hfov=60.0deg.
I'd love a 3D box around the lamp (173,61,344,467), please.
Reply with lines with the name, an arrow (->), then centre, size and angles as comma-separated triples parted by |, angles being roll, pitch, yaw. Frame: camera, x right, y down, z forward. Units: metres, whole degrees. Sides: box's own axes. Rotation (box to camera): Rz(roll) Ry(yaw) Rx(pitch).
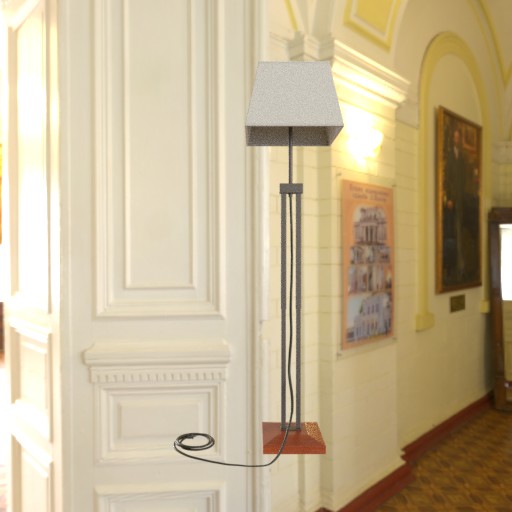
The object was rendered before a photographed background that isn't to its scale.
lamp -> 0.000, 0.000, 1.993 | 0.745, 1.712, 0.472 | 0, 0, 0
